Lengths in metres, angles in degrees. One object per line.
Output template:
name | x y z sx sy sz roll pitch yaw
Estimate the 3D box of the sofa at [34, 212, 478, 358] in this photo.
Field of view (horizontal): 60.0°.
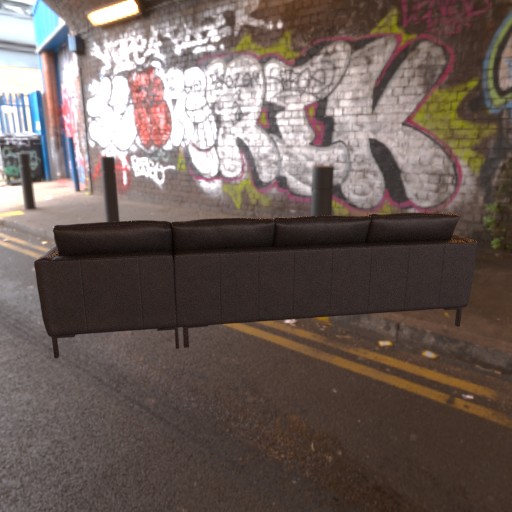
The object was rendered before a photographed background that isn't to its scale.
sofa | 0.000 0.000 3.657 2.993 0.859 1.471 -3 15 -10
